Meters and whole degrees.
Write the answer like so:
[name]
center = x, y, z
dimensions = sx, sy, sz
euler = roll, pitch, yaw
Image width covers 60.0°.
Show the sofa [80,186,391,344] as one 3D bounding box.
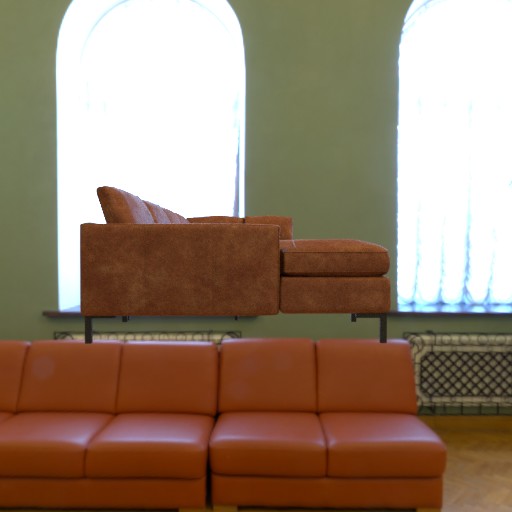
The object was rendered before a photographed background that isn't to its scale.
[sofa]
center = 0.000, 0.000, 3.857
dimensions = 1.939, 0.900, 2.956
euler = 0, 1, 0
